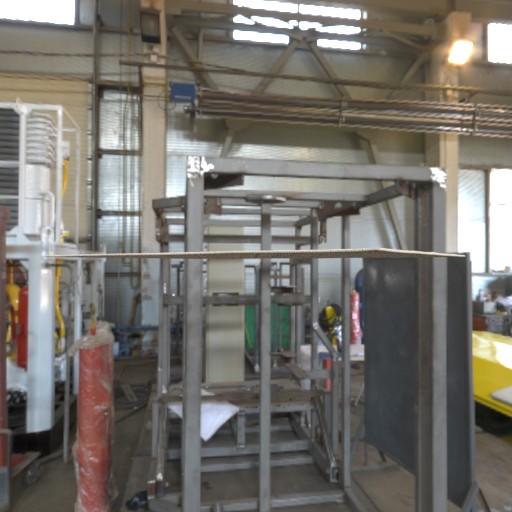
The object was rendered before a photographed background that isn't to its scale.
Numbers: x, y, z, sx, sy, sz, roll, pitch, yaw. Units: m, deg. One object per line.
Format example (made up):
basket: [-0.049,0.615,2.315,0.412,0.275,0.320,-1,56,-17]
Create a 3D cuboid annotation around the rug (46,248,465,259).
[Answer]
rug: [0.000,0.000,4.380,3.381,0.026,2.436,-1,-1,35]
